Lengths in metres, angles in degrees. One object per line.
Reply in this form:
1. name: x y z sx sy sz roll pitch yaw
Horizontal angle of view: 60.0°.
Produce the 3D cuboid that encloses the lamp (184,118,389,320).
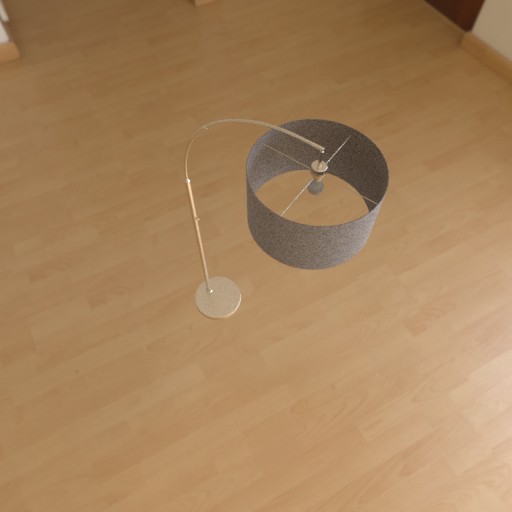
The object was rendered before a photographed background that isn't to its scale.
1. lamp: 0.000 0.000 2.141 0.934 1.735 0.452 32 64 18
